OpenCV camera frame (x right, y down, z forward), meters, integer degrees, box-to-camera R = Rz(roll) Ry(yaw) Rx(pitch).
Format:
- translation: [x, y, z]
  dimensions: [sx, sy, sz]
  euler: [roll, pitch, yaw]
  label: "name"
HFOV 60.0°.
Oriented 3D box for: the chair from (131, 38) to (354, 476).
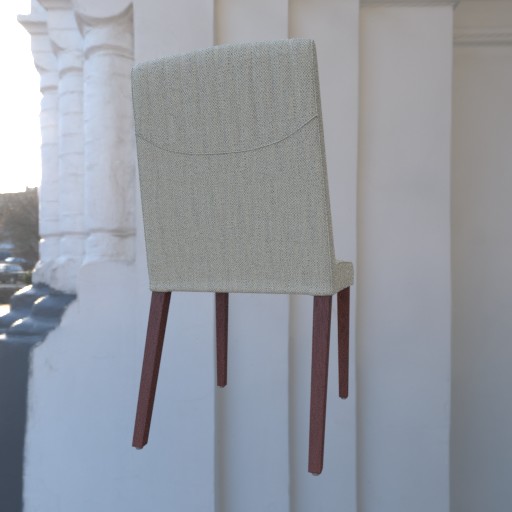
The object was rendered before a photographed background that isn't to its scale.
- translation: [0.000, 0.000, 1.215]
  dimensions: [0.480, 0.900, 0.594]
  euler: [0, 0, 17]
  label: "chair"
